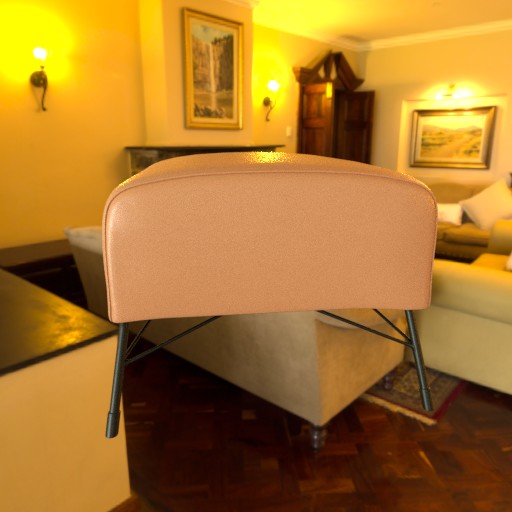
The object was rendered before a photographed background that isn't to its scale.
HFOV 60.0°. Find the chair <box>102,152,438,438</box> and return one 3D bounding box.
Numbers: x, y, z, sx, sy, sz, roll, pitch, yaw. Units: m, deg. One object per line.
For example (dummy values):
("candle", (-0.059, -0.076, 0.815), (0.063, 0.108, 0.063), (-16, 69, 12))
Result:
("chair", (0.000, 0.000, 0.900), (0.530, 0.410, 0.530), (-2, 15, -7))
